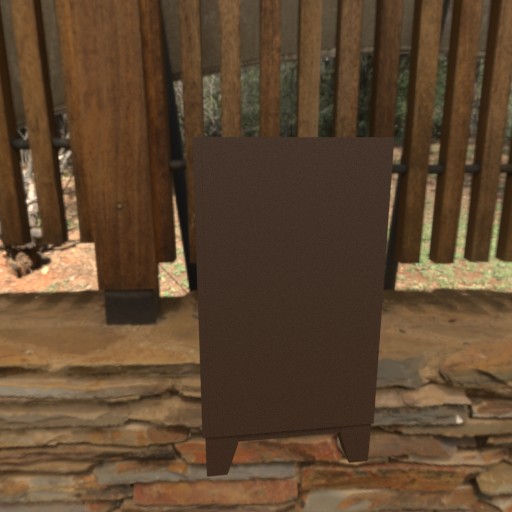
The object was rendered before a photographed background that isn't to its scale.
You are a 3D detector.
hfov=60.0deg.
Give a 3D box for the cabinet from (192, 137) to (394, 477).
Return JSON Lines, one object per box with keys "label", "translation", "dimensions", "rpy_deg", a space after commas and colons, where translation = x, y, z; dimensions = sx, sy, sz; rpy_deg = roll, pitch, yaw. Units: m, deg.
{"label": "cabinet", "translation": [0.000, 0.000, 1.816], "dimensions": [0.482, 0.914, 1.396], "rpy_deg": [-2, 14, -8]}
